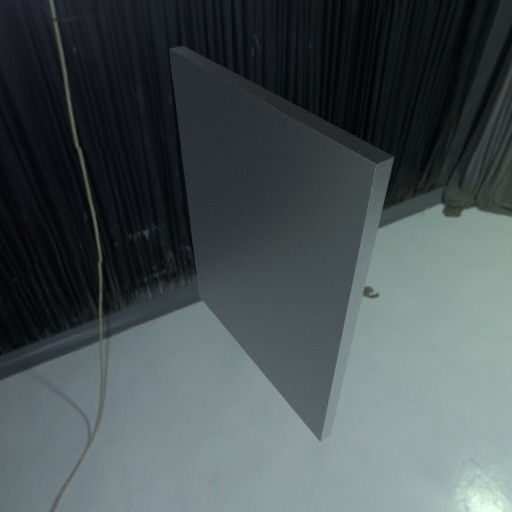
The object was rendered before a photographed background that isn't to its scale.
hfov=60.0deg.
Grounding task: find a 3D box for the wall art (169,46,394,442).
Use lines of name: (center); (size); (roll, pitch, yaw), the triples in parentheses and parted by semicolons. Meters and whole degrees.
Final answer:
wall art: (0.000, 0.000, 0.760); (0.025, 0.569, 0.444); (-25, 47, -26)
